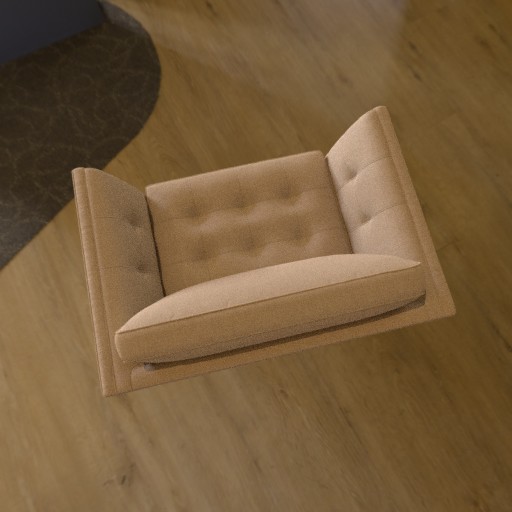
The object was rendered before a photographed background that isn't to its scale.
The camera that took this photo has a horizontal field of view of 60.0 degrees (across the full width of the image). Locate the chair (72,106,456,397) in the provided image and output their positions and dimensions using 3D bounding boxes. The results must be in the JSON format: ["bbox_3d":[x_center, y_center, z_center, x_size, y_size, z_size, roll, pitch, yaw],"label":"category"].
[{"bbox_3d":[0.000,0.000,2.090,1.397,0.940,0.965,-12,75,-3],"label":"chair"}]
